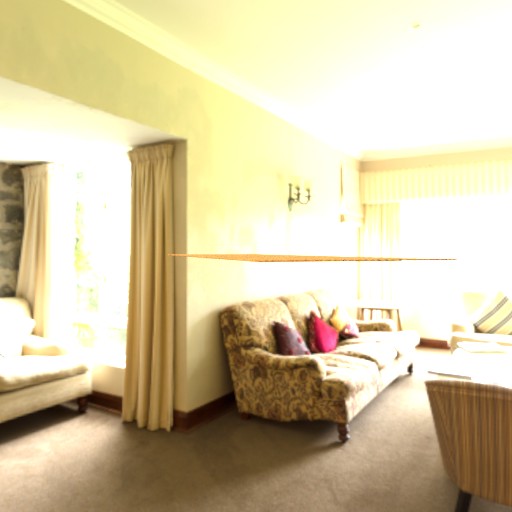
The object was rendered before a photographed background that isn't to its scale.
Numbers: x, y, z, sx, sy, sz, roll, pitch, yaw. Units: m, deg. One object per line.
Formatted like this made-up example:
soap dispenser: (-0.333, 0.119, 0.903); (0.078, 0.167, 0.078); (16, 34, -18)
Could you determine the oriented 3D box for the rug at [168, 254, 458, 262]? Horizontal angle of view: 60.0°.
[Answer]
rug: (0.000, 0.000, 2.657); (0.771, 0.009, 2.443); (0, 1, -18)
